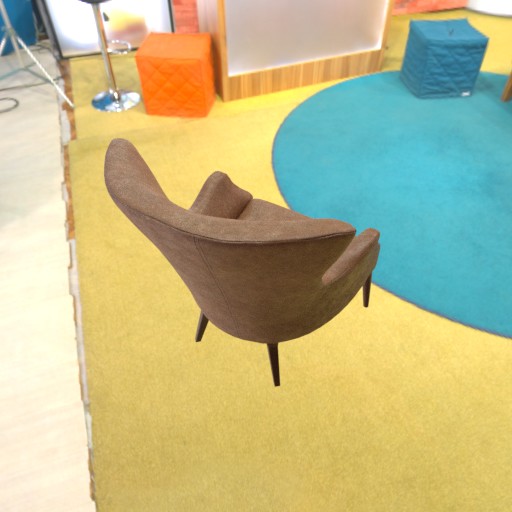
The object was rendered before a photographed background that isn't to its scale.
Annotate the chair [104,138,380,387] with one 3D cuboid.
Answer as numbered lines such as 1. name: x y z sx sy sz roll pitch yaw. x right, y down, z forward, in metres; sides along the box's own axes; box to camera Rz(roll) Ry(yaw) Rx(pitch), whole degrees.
1. chair: 0.000 0.000 1.746 0.846 1.067 0.955 24 50 22
